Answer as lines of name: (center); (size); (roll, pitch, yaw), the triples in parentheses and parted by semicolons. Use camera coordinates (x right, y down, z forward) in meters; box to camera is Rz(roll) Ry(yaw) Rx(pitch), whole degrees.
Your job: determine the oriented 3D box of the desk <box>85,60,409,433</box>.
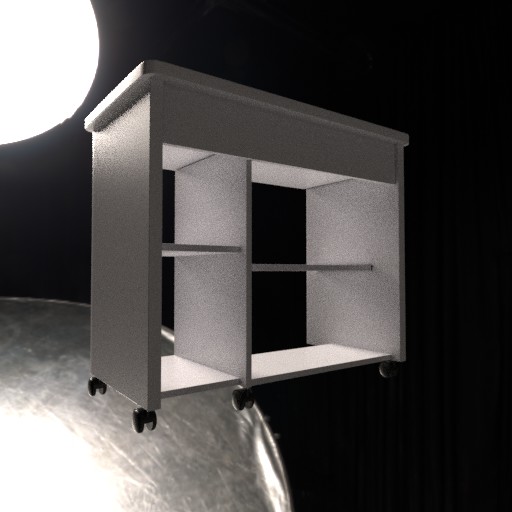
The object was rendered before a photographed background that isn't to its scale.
desk: (0.000, 0.000, 1.314); (0.877, 0.763, 0.475); (1, -2, -36)
